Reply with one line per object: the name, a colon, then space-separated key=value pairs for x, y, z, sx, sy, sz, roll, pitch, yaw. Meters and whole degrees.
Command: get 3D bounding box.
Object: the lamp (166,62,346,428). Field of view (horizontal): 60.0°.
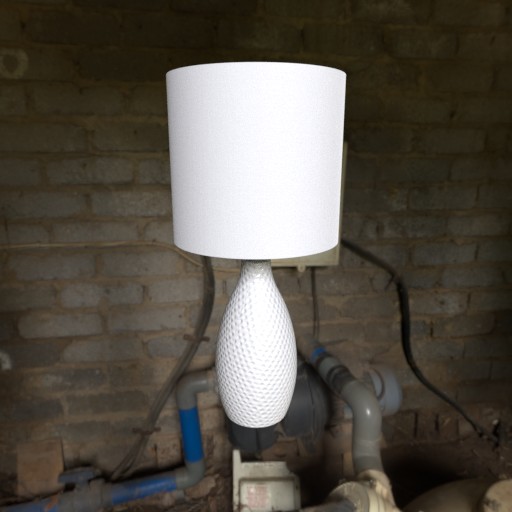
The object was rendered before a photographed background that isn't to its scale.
lamp: x=0.000 y=0.000 z=0.595 sx=0.214 sy=0.466 sz=0.214 roll=13 pitch=19 yaw=41
